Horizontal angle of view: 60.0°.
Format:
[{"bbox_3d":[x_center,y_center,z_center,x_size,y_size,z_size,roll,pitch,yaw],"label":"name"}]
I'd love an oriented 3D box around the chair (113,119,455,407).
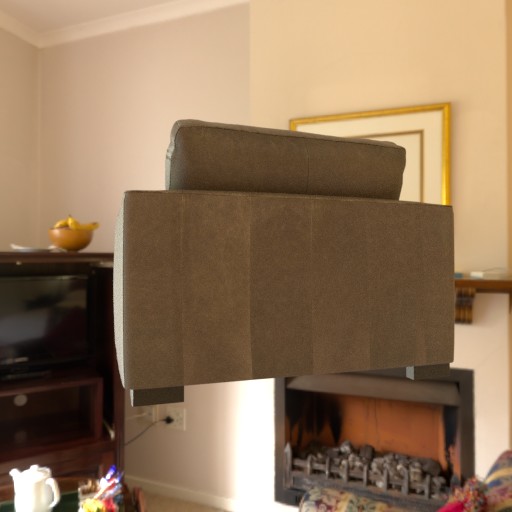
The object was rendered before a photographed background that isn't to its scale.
[{"bbox_3d":[0.000,0.000,1.808,1.106,0.807,1.080,0,-1,-18],"label":"chair"}]
